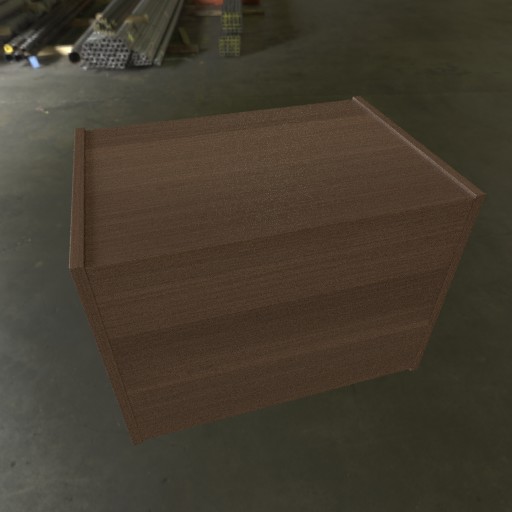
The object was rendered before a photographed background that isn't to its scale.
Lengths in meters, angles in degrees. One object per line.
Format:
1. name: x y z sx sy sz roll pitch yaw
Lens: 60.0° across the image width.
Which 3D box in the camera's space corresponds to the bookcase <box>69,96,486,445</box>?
1. bookcase: 0.000 0.000 0.623 0.415 0.305 0.290 -11 41 -12
